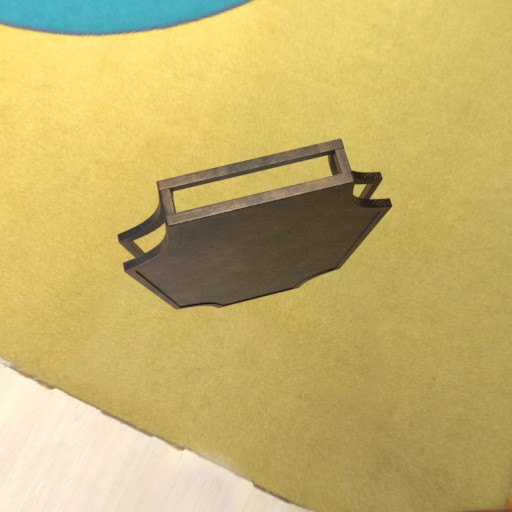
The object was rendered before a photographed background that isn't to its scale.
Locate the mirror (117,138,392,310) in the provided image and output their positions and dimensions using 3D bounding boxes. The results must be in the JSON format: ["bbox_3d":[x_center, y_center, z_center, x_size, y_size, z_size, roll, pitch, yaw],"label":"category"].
[{"bbox_3d":[0.000,0.000,0.983,0.462,0.811,0.066,-14,76,-3],"label":"mirror"}]
